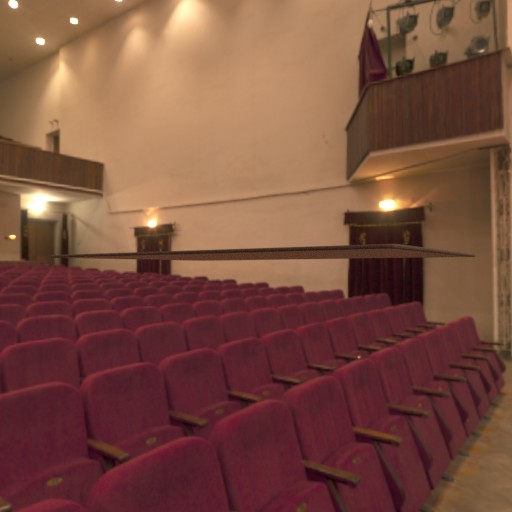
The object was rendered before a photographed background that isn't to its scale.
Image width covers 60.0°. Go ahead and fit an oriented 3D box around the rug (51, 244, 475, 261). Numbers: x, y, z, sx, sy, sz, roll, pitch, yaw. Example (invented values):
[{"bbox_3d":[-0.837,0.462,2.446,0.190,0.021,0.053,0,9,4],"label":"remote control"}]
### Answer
[{"bbox_3d":[0.000,0.000,2.060,1.676,0.013,1.067,-1,-2,36],"label":"rug"}]
